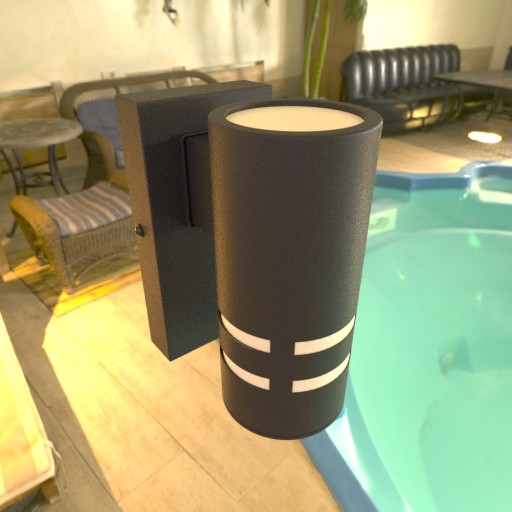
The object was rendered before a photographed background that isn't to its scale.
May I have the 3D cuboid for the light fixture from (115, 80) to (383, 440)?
[{"bbox_3d":[0.000,0.000,0.270,0.098,0.179,0.138,-22,36,-33],"label":"light fixture"}]
